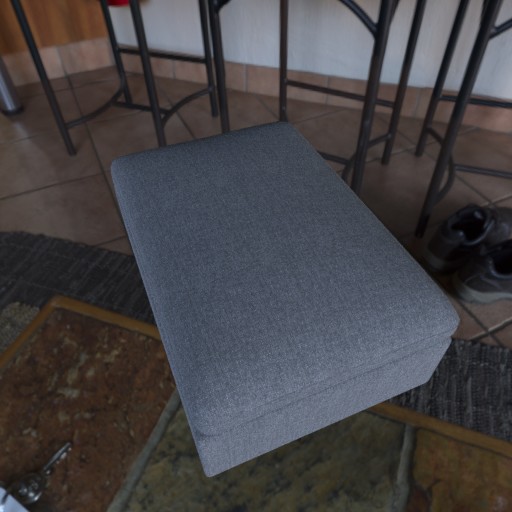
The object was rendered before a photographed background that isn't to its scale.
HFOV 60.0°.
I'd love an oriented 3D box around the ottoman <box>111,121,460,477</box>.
[{"bbox_3d":[0.000,0.000,1.427,0.711,0.483,1.041,-17,49,-15],"label":"ottoman"}]
